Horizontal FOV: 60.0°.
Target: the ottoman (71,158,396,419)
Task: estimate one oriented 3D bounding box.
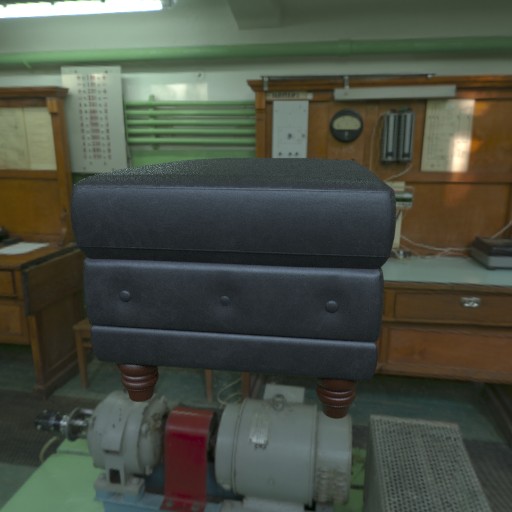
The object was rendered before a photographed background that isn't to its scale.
[{"bbox_3d":[0.000,0.000,1.188,0.590,0.498,0.795,2,15,8],"label":"ottoman"}]
